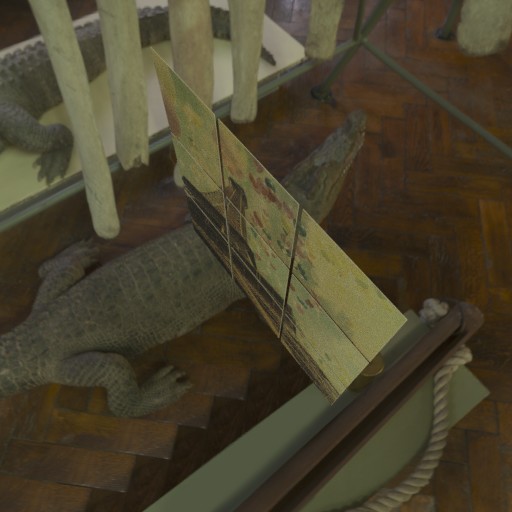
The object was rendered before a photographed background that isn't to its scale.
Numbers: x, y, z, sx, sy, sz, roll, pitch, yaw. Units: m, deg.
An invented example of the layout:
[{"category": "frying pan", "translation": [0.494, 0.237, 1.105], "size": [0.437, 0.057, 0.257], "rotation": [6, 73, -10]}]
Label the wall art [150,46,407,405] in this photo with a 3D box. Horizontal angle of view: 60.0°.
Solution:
[{"category": "wall art", "translation": [0.000, 0.000, 2.268], "size": [0.002, 1.505, 1.517], "rotation": [-33, 67, -16]}]
